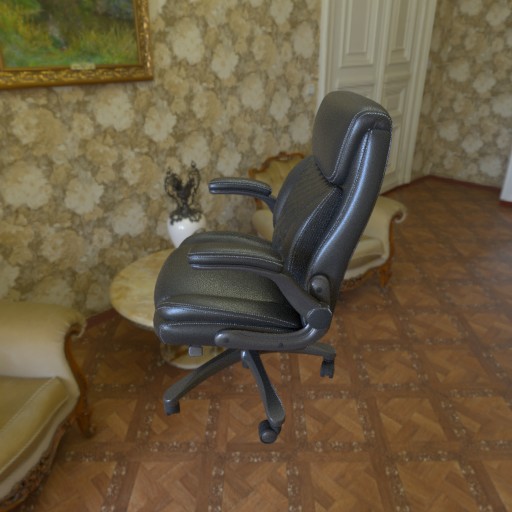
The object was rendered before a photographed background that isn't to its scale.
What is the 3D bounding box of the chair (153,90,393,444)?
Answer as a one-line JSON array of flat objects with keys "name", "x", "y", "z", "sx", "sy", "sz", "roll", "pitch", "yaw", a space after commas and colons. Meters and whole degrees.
[{"name": "chair", "x": 0.000, "y": 0.000, "z": 1.600, "sx": 0.724, "sy": 1.110, "sz": 0.782, "roll": 0, "pitch": 25, "yaw": -1}]
